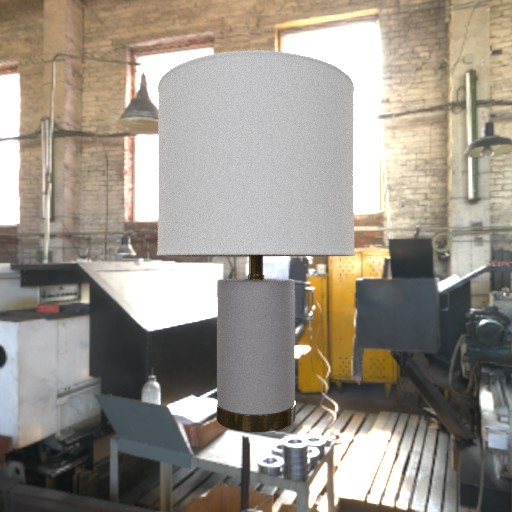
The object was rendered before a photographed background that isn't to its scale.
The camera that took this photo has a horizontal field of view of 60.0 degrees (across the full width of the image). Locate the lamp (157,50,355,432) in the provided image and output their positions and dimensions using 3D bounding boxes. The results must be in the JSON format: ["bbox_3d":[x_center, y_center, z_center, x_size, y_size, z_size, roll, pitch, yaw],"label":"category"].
[{"bbox_3d":[0.000,0.000,0.524,0.229,0.380,0.229,0,-1,0],"label":"lamp"}]
